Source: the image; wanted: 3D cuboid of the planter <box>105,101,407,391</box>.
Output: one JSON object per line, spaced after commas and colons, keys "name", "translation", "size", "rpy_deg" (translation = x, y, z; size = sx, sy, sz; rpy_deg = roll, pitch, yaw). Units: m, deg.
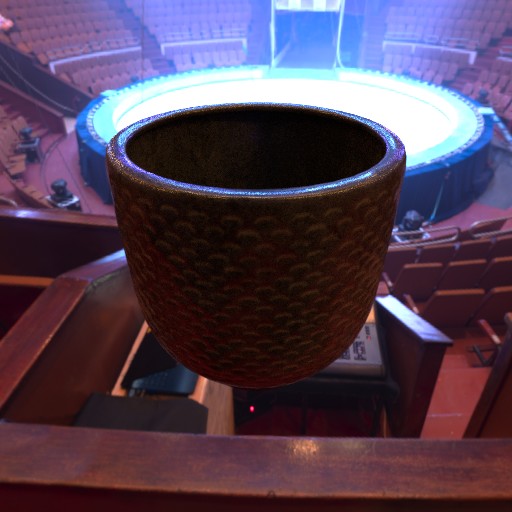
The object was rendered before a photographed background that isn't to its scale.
{"name": "planter", "translation": [0.000, 0.000, 0.347], "size": [0.197, 0.191, 0.197], "rpy_deg": [0, 32, 0]}
